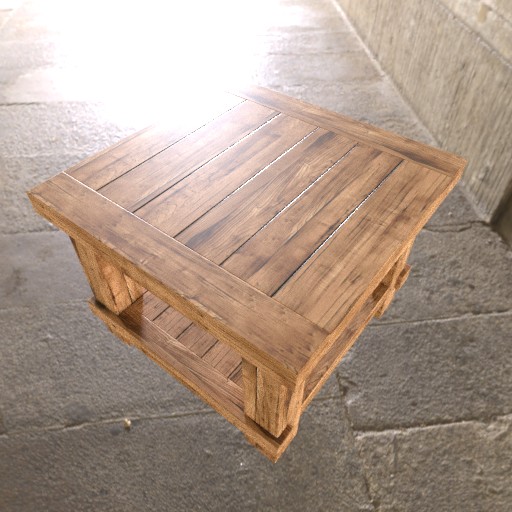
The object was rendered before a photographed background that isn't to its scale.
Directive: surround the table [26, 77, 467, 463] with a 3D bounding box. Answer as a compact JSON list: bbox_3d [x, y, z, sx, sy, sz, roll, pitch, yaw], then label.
[{"bbox_3d":[0.000,0.000,1.024,0.610,0.457,0.610,30,53,25],"label":"table"}]
